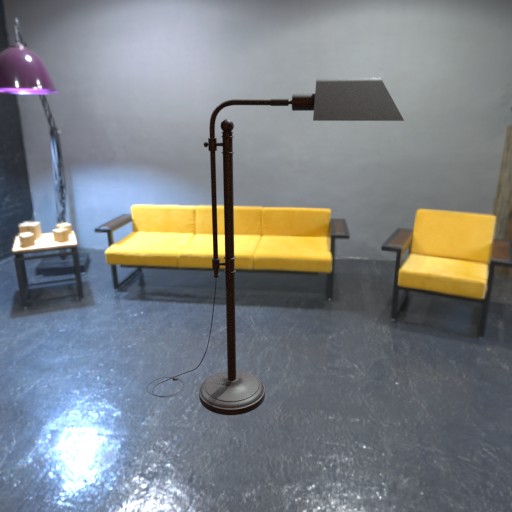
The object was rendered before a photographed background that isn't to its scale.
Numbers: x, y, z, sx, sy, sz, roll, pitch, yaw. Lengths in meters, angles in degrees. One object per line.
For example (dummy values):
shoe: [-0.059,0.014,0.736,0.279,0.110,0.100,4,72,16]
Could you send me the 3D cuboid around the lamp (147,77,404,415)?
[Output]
lamp: [0.000,0.000,0.955,0.545,0.708,0.159,3,18,10]
